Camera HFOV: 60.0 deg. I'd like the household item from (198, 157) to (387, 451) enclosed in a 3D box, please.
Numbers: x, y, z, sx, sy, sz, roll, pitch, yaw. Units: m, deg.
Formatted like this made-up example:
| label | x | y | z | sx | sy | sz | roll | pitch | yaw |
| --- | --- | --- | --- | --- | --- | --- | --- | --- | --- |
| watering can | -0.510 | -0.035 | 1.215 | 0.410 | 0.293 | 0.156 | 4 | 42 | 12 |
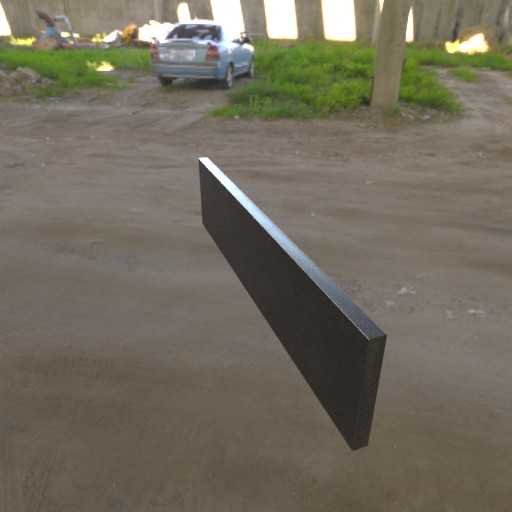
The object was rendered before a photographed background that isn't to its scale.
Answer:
| label | x | y | z | sx | sy | sz | roll | pitch | yaw |
| --- | --- | --- | --- | --- | --- | --- | --- | --- | --- |
| household item | 0.000 | 0.000 | 1.104 | 0.030 | 0.236 | 1.001 | -10 | 30 | -18 |
